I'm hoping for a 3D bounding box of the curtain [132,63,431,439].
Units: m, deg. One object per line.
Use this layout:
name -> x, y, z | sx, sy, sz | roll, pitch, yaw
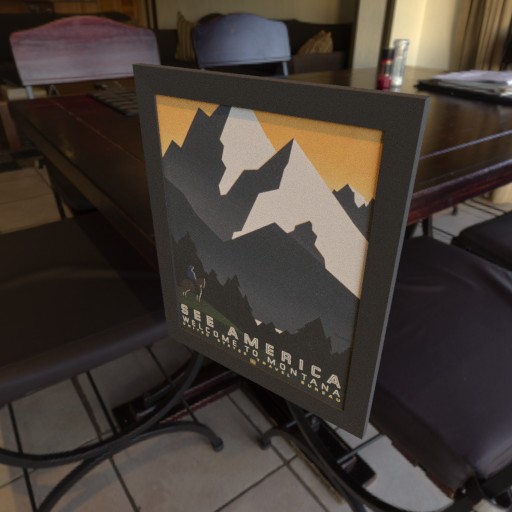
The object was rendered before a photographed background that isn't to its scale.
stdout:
curtain -> 0.000, 0.000, 0.772 | 0.483, 0.585, 0.027 | 20, 36, 30
